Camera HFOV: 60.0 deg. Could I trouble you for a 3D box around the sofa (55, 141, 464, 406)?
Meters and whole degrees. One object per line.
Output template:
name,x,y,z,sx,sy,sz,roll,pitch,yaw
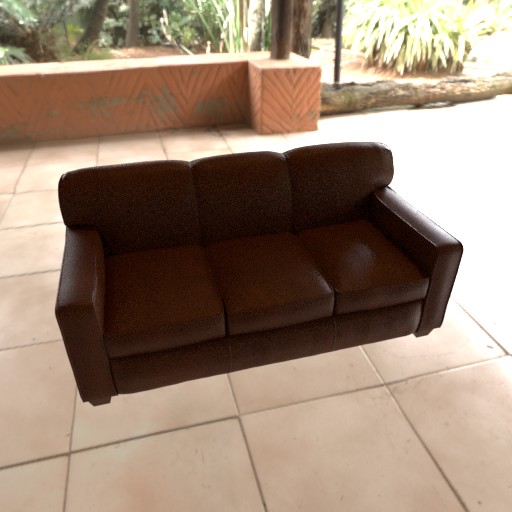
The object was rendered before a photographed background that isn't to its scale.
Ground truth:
sofa,0.000,0.000,2.530,2.039,0.953,1.008,-9,33,-13
